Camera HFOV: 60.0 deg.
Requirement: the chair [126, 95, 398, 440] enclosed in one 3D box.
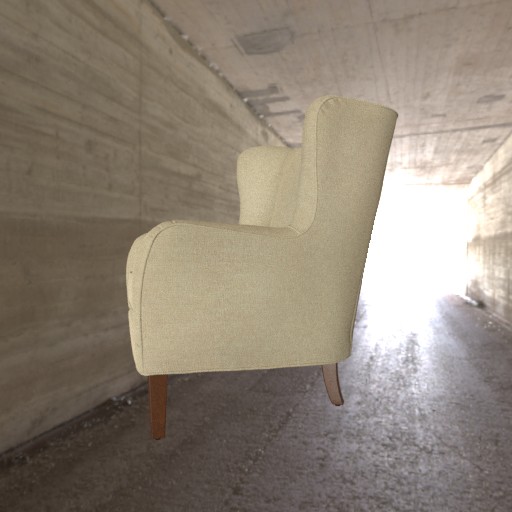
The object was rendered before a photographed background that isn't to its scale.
[{"bbox_3d":[0.000,0.000,1.742,0.966,1.040,0.838,0,1,-17],"label":"chair"}]
